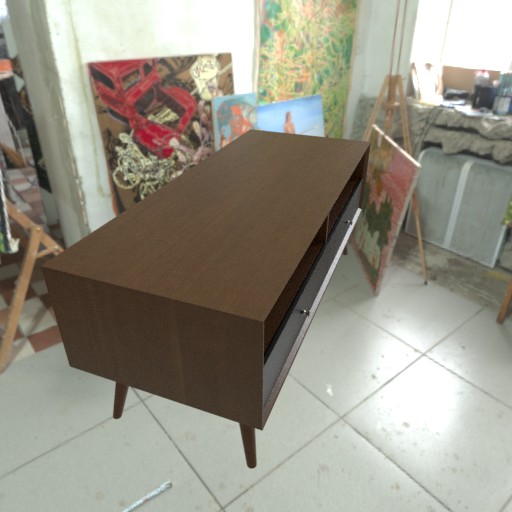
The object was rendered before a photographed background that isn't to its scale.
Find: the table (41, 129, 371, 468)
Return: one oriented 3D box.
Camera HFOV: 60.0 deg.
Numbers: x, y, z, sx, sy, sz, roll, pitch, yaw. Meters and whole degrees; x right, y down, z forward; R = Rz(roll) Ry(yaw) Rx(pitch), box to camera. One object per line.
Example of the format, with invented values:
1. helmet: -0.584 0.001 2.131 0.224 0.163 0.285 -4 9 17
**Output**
1. table: 0.000 0.000 1.380 0.490 0.464 1.119 11 32 18
